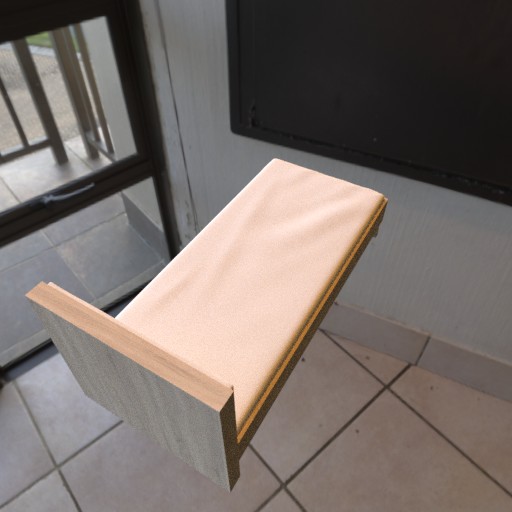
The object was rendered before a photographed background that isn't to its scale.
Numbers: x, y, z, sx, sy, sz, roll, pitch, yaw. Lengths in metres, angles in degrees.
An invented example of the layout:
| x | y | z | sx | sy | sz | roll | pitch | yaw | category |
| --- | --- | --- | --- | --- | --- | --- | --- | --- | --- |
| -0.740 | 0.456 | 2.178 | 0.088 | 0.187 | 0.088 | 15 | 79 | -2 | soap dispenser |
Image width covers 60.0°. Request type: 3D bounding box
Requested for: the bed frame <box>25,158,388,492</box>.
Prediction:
| x | y | z | sx | sy | sz | roll | pitch | yaw | category |
| --- | --- | --- | --- | --- | --- | --- | --- | --- | --- |
| 0.000 | 0.000 | 2.659 | 0.990 | 0.920 | 2.140 | 23 | 51 | 21 | bed frame |
